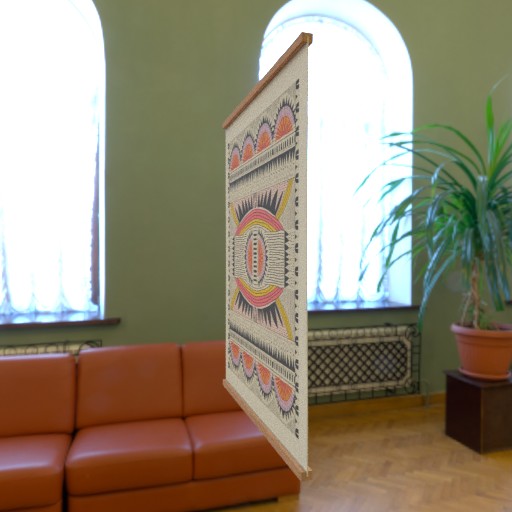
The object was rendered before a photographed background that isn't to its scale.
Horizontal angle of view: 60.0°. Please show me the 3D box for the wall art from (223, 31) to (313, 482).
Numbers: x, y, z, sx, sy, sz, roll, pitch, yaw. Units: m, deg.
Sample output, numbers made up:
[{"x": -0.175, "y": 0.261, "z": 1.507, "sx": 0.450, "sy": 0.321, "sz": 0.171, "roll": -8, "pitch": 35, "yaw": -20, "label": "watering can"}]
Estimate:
[{"x": 0.000, "y": 0.000, "z": 1.365, "sx": 0.028, "sy": 1.016, "sz": 0.765, "roll": 0, "pitch": 1, "yaw": -18, "label": "wall art"}]
